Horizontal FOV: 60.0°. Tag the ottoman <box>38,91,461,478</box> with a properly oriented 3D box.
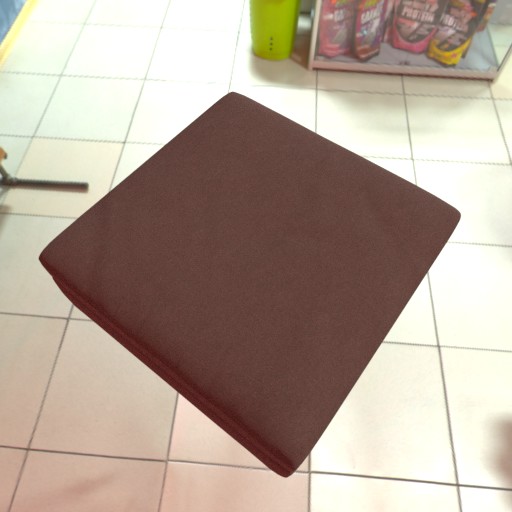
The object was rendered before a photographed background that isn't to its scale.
[{"bbox_3d":[0.000,0.000,1.812,1.181,0.470,1.181,33,65,18],"label":"ottoman"}]
